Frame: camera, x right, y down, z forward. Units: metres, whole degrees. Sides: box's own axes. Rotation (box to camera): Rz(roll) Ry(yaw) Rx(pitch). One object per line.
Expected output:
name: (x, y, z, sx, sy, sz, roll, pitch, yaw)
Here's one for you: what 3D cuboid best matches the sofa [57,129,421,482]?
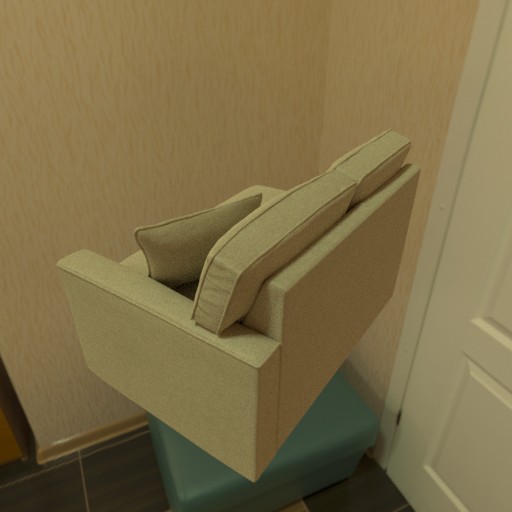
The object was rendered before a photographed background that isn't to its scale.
sofa: (0.000, 0.000, 2.056, 0.991, 0.989, 1.388, 21, 38, 29)
